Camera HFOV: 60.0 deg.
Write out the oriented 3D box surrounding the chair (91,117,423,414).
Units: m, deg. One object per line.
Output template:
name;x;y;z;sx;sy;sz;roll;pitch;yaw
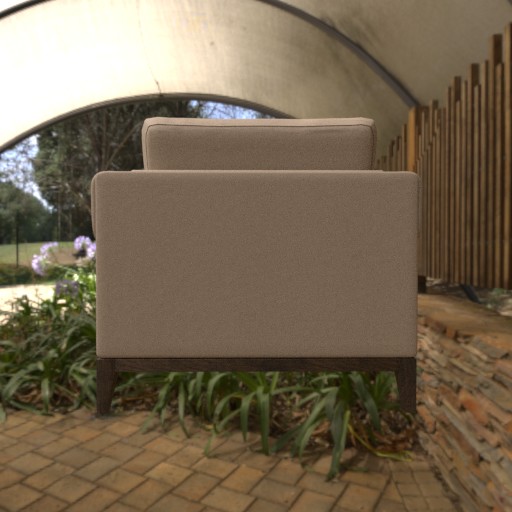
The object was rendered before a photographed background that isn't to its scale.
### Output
chair;0.000;0.000;1.673;0.914;0.838;0.959;0;1;0
